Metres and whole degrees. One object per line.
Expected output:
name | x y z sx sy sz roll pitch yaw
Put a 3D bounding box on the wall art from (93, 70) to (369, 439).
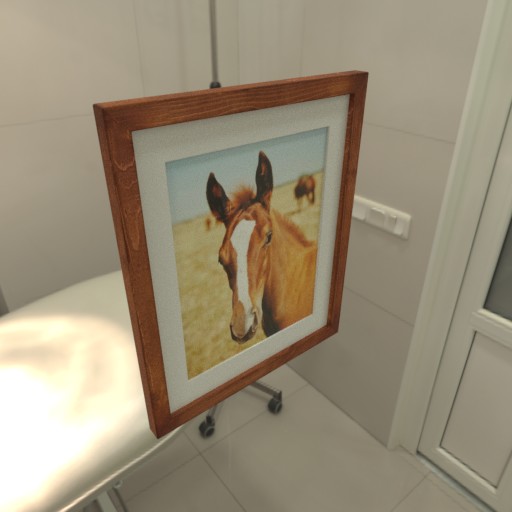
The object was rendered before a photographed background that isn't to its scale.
wall art | 0.000 0.000 0.766 0.462 0.558 0.030 -22 36 -33
